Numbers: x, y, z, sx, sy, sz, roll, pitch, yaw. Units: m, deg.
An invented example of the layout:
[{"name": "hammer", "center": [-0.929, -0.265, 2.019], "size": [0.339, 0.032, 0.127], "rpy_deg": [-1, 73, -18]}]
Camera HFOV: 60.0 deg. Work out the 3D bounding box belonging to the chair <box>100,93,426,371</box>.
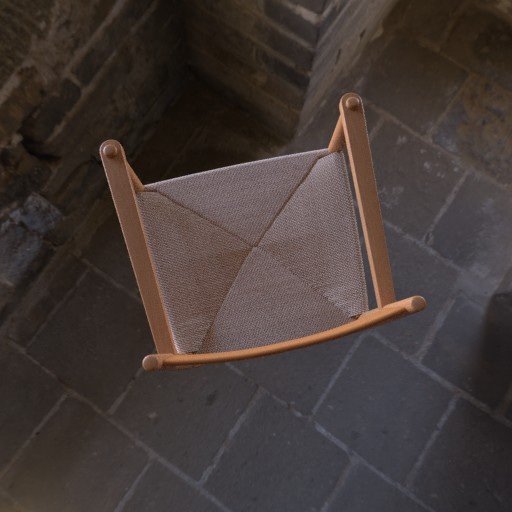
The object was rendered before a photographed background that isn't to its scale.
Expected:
[{"name": "chair", "center": [0.000, 0.000, 1.103], "size": [0.556, 0.762, 0.495], "rpy_deg": [-12, 76, -3]}]
